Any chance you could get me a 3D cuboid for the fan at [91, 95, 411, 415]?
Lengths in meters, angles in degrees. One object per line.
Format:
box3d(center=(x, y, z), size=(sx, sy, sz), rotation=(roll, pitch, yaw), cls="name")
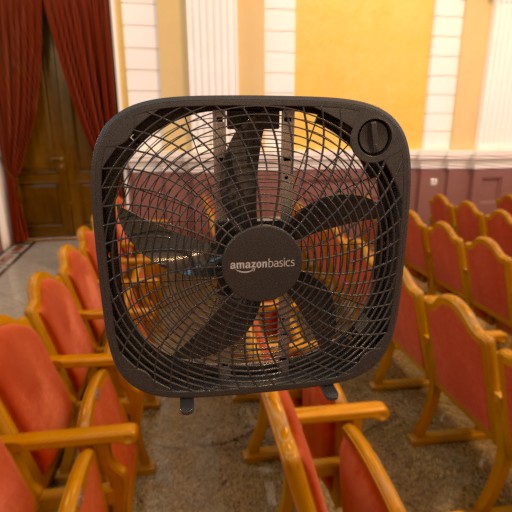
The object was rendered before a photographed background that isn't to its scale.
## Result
box3d(center=(0.000, 0.000, 0.788), size=(0.526, 0.533, 0.142), rotation=(-3, 17, -9), cls="fan")
